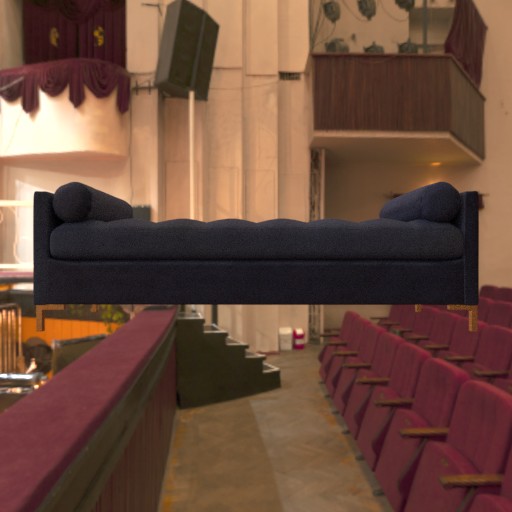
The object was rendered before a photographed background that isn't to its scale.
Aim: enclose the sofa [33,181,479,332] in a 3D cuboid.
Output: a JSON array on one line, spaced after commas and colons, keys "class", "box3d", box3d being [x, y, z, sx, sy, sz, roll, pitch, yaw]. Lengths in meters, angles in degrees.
[{"class": "sofa", "box3d": [0.000, 0.000, 2.432, 2.102, 0.705, 0.796, 0, 0, 0]}]
